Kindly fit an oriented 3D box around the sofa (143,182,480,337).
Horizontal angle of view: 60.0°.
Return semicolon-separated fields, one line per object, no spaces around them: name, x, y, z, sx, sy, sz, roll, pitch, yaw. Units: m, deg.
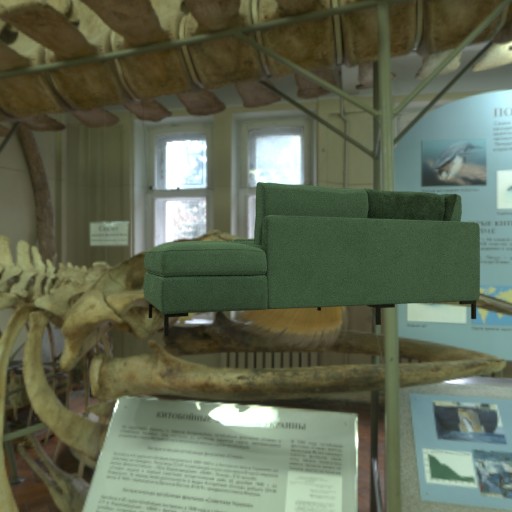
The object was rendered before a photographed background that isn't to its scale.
sofa;0.000;0.000;3.235;1.707;0.687;2.486;0;0;-19
